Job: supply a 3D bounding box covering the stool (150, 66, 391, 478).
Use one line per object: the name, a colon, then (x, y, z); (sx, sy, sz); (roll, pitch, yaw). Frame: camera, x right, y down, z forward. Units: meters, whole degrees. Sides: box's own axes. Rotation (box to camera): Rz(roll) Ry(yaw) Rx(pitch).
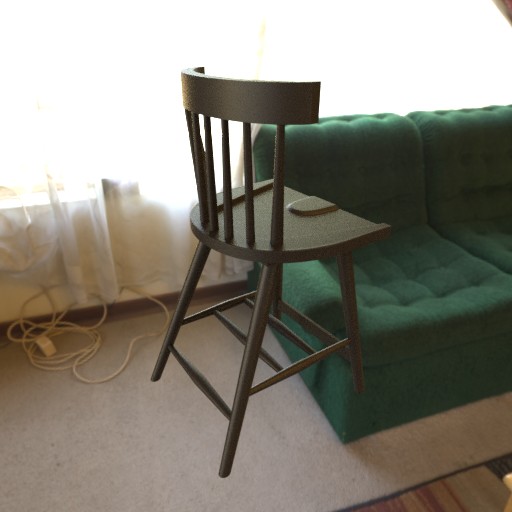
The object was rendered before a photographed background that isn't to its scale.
stool: (0.000, 0.000, 1.241); (0.549, 0.953, 0.494); (-18, 32, -31)
